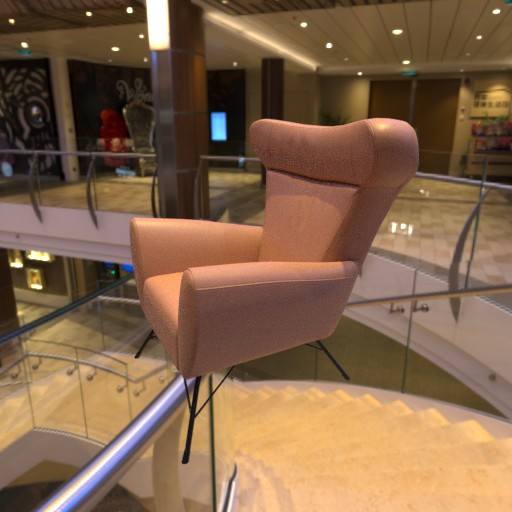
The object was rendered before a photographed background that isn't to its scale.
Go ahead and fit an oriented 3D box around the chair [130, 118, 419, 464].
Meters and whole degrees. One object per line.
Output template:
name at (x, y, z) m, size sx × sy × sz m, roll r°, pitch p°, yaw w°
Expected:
chair at (0.000, 0.000, 1.771) m, size 0.900 × 1.050 × 0.980 m, roll -8°, pitch 19°, yaw -25°
